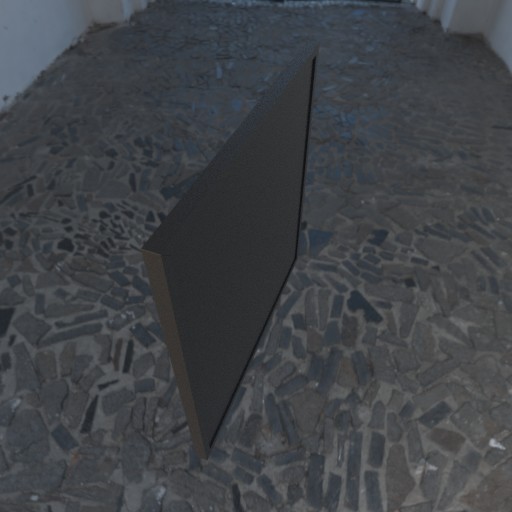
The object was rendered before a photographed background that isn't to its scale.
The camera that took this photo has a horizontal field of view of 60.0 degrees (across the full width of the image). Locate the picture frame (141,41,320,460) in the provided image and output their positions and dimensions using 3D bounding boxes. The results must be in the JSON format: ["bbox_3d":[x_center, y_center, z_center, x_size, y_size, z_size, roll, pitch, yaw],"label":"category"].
[{"bbox_3d":[0.000,0.000,1.124,0.032,0.775,0.775,16,49,15],"label":"picture frame"}]
